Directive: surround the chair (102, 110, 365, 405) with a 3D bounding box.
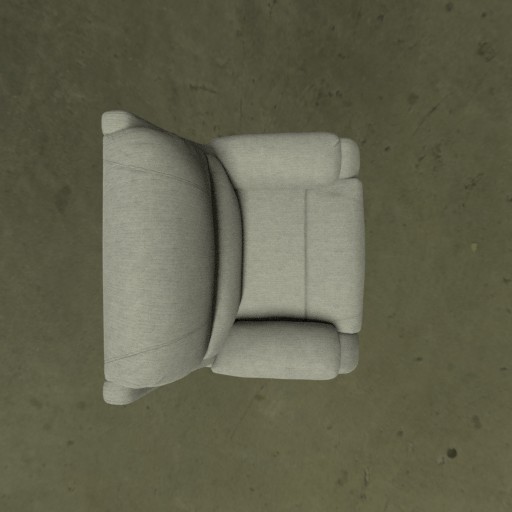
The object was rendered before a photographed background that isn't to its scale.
[{"bbox_3d":[0.000,0.000,1.691,0.899,1.011,0.930,0,91,0],"label":"chair"}]
